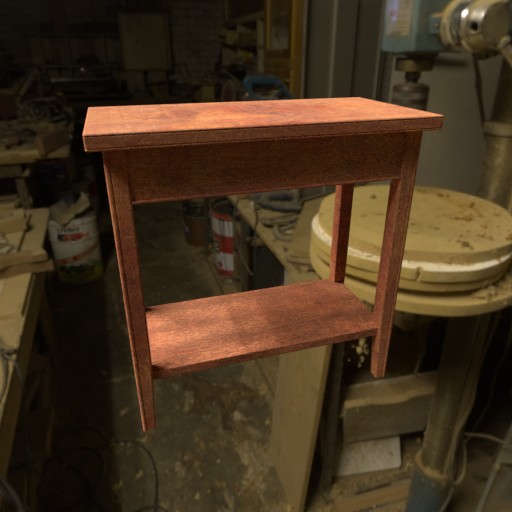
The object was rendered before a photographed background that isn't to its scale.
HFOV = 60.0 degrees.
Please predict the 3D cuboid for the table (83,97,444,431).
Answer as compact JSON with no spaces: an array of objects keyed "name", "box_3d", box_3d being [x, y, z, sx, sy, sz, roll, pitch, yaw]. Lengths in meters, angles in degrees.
[{"name":"table","box_3d":[0.000,0.000,0.972,0.610,0.610,0.305,-8,27,-16]}]
